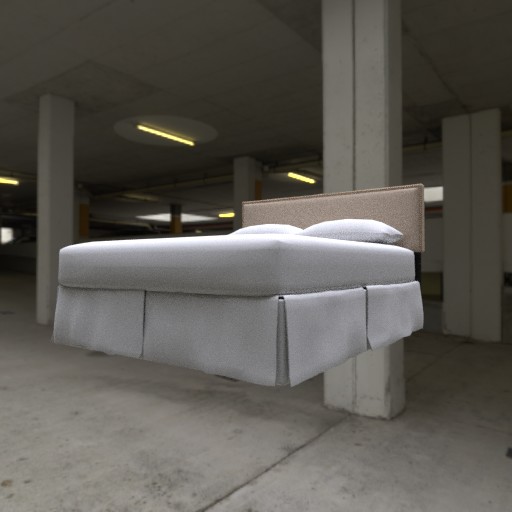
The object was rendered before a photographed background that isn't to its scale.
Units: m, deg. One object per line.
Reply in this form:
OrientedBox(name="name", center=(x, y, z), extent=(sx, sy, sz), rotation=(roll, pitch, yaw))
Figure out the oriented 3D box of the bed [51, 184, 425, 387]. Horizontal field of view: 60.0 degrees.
OrientedBox(name="bed", center=(0.000, 0.000, 2.821), extent=(1.616, 1.016, 1.876), rotation=(-1, -1, 36))
